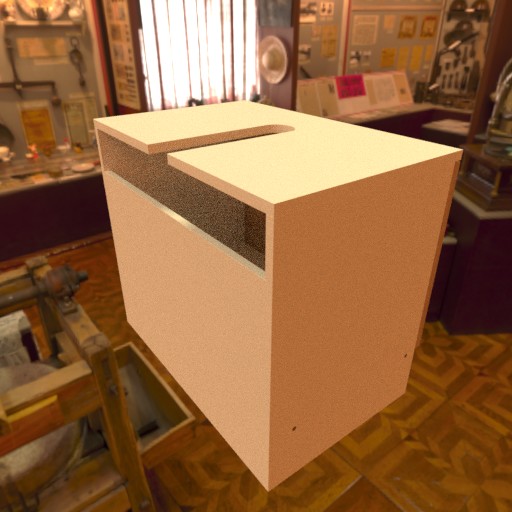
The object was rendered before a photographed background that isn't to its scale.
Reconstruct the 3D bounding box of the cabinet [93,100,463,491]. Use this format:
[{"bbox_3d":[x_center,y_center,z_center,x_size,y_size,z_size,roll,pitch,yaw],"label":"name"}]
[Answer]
[{"bbox_3d":[0.000,0.000,0.944,0.400,0.522,0.600,-20,34,-32],"label":"cabinet"}]
